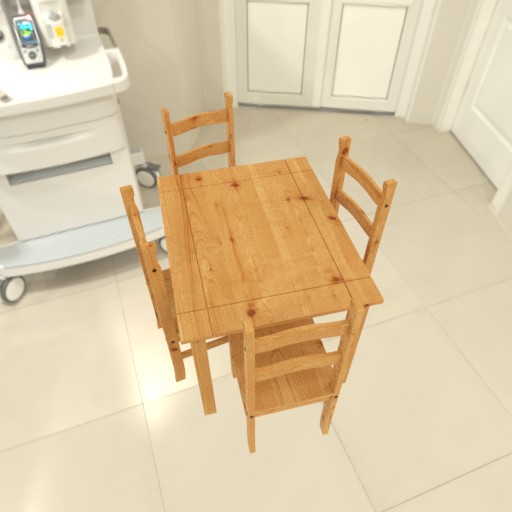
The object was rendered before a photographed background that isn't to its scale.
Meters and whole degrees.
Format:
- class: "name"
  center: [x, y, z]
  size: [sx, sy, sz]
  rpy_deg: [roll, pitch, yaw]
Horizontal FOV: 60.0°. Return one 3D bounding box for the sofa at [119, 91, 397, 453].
- class: "sofa"
  center: [0.000, 0.000, 2.240]
  size: [1.144, 1.000, 1.529]
  rpy_deg: [-10, 48, -9]
